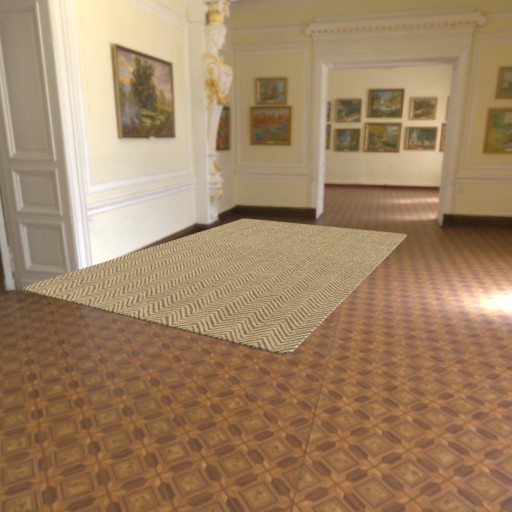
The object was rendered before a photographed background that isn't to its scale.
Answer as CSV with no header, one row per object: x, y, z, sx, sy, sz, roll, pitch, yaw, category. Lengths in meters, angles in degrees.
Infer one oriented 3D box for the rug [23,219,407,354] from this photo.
0.000,0.000,2.201,1.144,0.008,1.752,8,17,27,rug
